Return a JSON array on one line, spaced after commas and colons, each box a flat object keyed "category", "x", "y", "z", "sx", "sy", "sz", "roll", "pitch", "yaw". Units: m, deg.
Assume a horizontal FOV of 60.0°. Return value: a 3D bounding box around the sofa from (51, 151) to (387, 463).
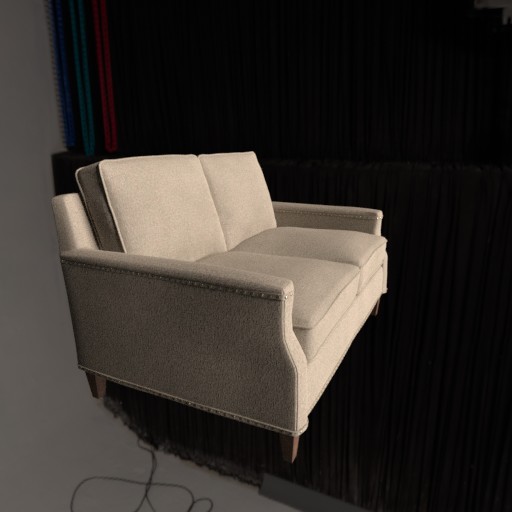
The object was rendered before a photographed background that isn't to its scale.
[{"category": "sofa", "x": 0.000, "y": 0.000, "z": 2.240, "sx": 1.084, "sy": 1.003, "sz": 1.597, "roll": 7, "pitch": 17, "yaw": 25}]
